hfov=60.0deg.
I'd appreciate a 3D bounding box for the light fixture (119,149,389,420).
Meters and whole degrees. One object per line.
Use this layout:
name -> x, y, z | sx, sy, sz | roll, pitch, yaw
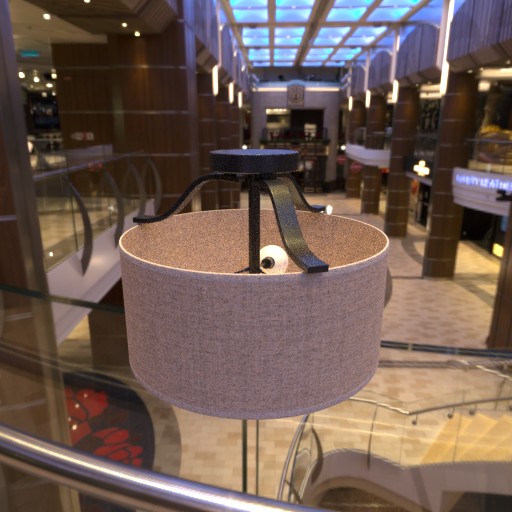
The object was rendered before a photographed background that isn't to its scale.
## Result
light fixture -> 0.000, 0.000, 0.665 | 0.390, 0.306, 0.390 | 0, 17, 0
